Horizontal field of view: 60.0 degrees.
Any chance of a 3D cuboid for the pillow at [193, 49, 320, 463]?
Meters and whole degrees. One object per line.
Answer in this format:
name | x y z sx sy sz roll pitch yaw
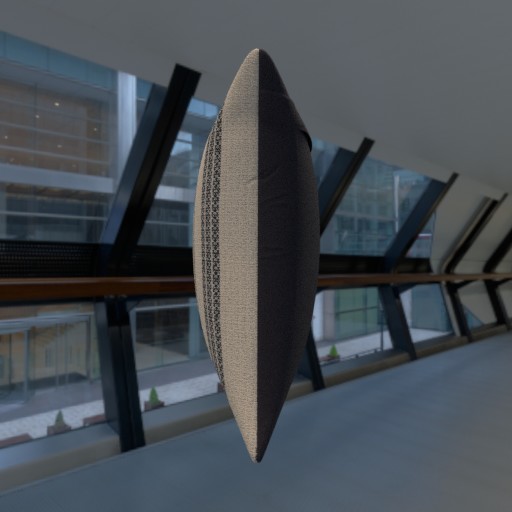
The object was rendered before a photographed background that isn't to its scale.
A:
pillow | 0.000 0.000 0.632 0.173 0.406 0.405 0 -1 -1
